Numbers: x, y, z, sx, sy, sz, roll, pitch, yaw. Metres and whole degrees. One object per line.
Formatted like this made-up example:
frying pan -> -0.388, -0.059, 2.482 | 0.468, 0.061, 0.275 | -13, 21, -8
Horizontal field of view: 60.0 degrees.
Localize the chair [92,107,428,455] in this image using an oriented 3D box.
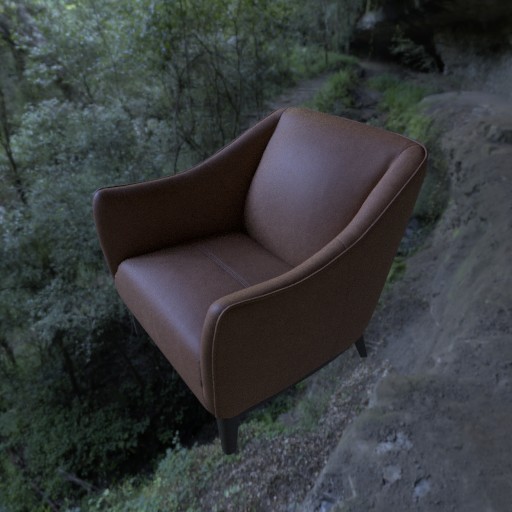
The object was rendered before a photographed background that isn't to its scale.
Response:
chair -> 0.000, 0.000, 1.560 | 0.852, 0.830, 0.871 | -20, 36, -30
